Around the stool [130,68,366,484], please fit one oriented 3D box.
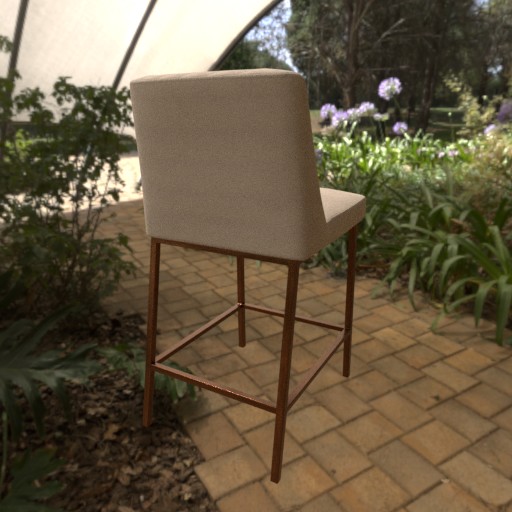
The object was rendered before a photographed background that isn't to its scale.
[{"bbox_3d":[0.000,0.000,1.312,0.507,0.973,0.576,10,20,28],"label":"stool"}]
